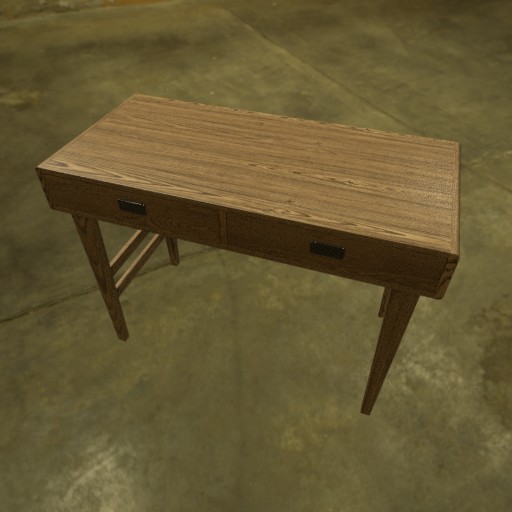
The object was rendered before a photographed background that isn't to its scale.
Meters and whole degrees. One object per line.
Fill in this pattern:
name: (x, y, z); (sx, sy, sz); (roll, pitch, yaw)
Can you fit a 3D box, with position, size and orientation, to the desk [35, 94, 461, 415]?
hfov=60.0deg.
desk: (0.000, 0.000, 1.470); (1.067, 0.755, 0.508); (13, 44, 14)
